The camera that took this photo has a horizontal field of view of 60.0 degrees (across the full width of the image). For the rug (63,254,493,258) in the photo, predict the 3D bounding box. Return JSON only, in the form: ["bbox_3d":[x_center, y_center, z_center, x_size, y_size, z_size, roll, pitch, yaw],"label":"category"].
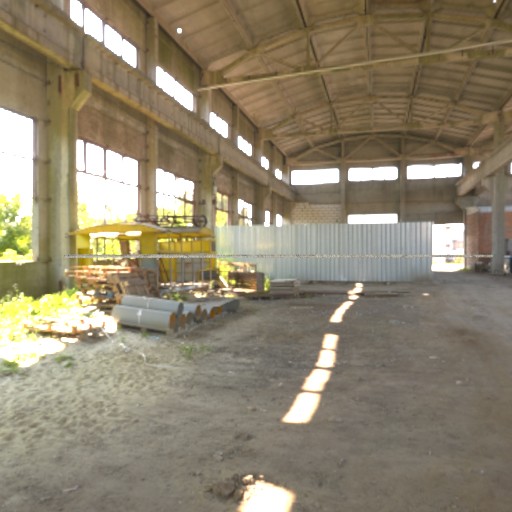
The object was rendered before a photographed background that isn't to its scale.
[{"bbox_3d":[0.000,0.000,4.077,3.038,0.019,2.420,0,0,-18],"label":"rug"}]
